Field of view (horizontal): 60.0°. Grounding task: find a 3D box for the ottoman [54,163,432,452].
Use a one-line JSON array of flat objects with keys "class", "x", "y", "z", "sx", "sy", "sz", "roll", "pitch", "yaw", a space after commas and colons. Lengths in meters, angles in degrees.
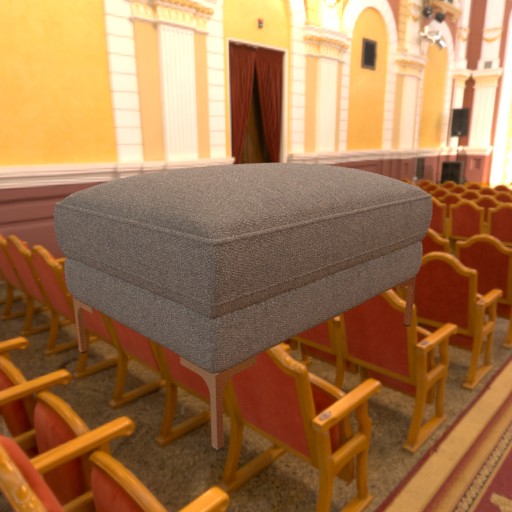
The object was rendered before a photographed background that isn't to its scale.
[{"class": "ottoman", "x": 0.000, "y": 0.000, "z": 1.153, "sx": 0.583, "sy": 0.464, "sz": 0.785, "roll": 14, "pitch": 21, "yaw": 42}]
